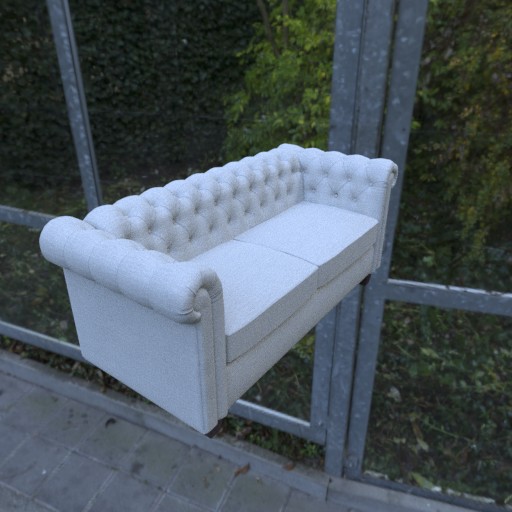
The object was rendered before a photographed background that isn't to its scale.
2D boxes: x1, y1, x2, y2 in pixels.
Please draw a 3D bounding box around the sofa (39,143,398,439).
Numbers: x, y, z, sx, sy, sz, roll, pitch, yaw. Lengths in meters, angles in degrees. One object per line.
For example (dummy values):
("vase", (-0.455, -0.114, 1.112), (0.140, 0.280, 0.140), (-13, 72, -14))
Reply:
("sofa", (0.000, 0.000, 2.289), (0.783, 0.797, 1.798), (18, 32, 32))
